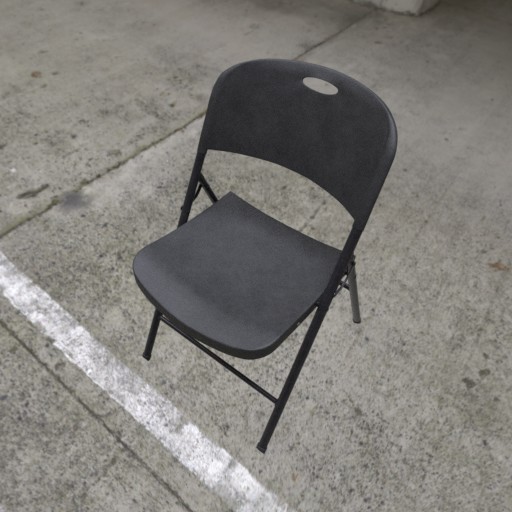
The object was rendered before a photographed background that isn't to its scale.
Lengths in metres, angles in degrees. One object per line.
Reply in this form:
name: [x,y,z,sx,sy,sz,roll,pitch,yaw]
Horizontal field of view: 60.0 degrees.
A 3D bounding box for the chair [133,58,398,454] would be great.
chair: [0.000,0.000,1.168,0.494,0.810,0.566,30,55,24]
